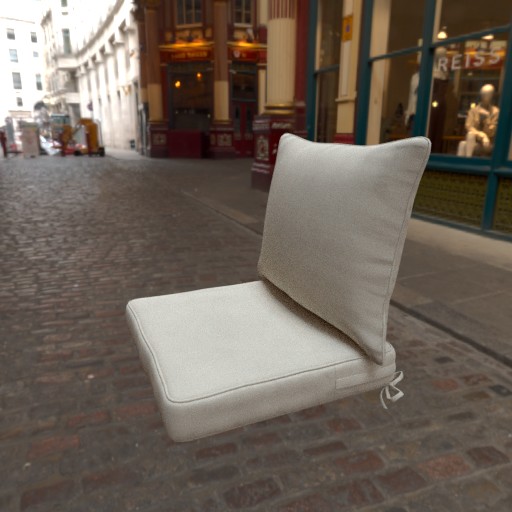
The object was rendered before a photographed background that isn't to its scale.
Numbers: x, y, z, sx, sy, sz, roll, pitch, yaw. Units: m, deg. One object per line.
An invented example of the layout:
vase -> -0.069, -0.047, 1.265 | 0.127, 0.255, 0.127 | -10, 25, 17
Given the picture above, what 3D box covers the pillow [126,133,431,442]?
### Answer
pillow -> 0.000, 0.000, 1.359 | 0.733, 0.716, 0.798 | -7, 18, -23
